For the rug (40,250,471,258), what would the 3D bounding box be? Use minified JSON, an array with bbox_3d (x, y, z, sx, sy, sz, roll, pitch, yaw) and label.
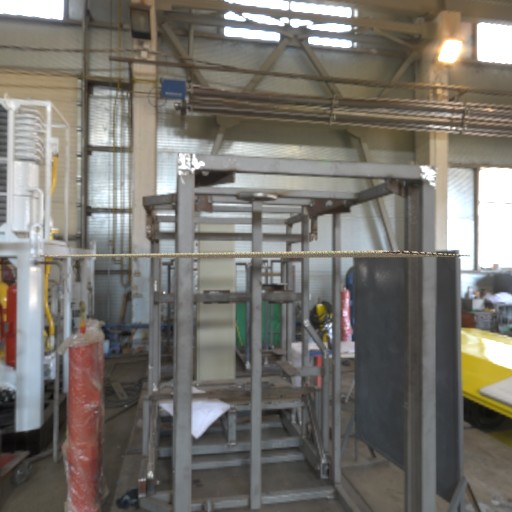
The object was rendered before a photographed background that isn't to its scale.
[{"bbox_3d":[0.000,0.000,2.238,1.802,0.008,1.247,0,-1,34],"label":"rug"}]
